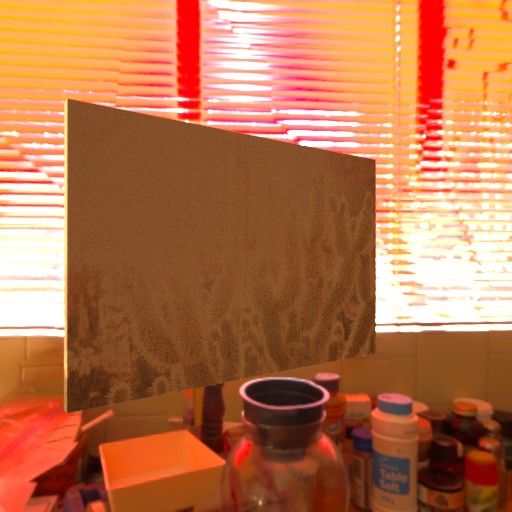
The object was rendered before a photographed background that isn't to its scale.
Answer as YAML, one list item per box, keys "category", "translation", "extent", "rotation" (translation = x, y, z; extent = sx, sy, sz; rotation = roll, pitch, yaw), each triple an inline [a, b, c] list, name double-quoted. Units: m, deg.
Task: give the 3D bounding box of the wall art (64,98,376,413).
- category: "wall art"
  translation: [0.000, 0.000, 1.884]
  extent: [1.525, 1.012, 0.038]
  rotation: [0, 0, -36]
